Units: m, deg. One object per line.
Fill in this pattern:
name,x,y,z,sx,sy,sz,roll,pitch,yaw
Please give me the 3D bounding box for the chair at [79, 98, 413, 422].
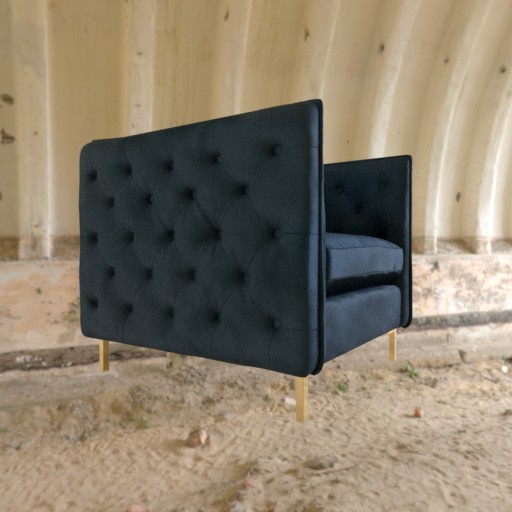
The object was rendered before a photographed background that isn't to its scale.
chair,0.000,0.000,1.553,0.877,0.771,0.868,1,1,34
